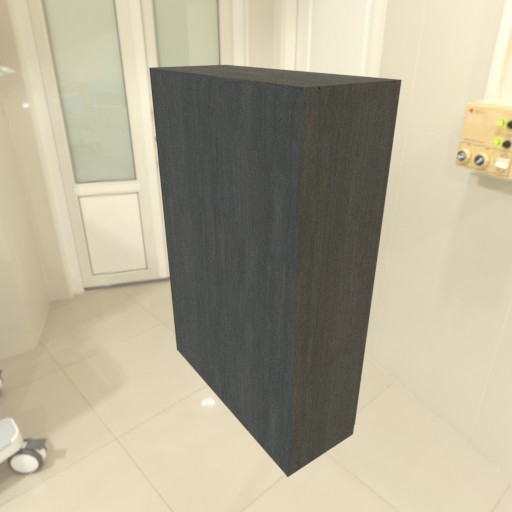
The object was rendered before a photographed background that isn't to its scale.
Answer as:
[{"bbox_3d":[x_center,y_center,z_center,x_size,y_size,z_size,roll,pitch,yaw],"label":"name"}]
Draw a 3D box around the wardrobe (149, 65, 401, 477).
[{"bbox_3d":[0.000,0.000,2.493,0.510,1.910,1.290,-17,31,-31],"label":"wardrobe"}]
